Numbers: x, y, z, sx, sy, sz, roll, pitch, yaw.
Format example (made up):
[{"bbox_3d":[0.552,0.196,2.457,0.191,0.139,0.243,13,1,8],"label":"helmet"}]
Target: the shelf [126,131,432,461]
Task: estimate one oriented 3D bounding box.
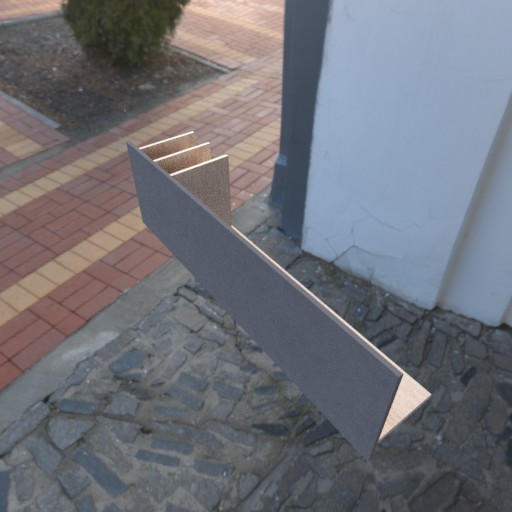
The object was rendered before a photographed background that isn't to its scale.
[{"bbox_3d":[0.000,0.000,1.156,0.200,0.300,1.020,-26,48,-27],"label":"shelf"}]
